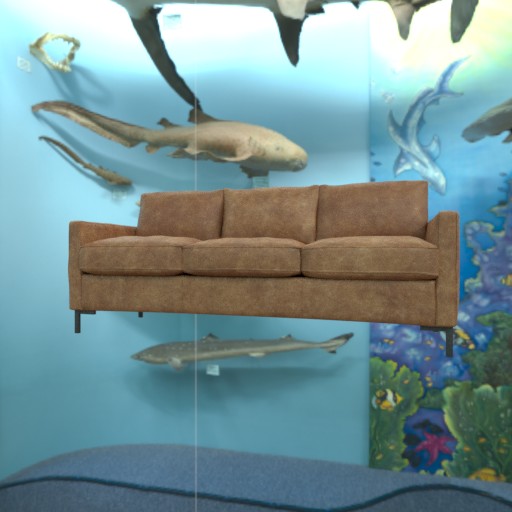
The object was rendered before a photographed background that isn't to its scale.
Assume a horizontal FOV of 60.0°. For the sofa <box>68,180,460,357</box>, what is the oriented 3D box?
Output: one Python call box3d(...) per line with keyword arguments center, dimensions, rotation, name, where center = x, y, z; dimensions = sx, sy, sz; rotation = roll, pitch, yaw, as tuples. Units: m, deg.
box3d(center=(0.000, 0.000, 2.475), dimensions=(2.029, 0.863, 0.748), rotation=(0, 0, 17), name="sofa")
